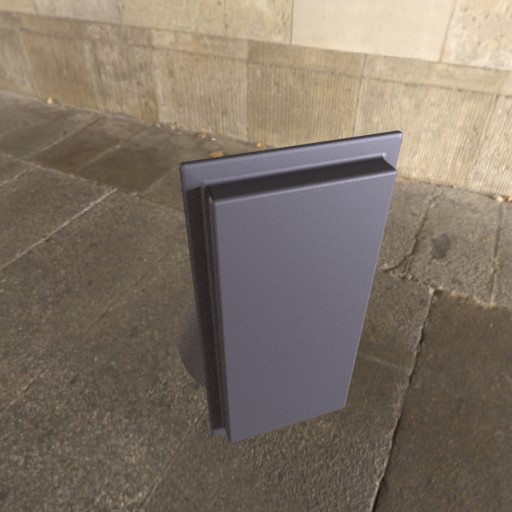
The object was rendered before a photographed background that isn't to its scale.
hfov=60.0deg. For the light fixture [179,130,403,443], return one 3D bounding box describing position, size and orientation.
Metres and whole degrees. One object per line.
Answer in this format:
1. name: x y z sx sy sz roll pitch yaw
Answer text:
1. light fixture: 0.000 0.000 0.424 0.170 0.298 0.207 -12 40 -14
